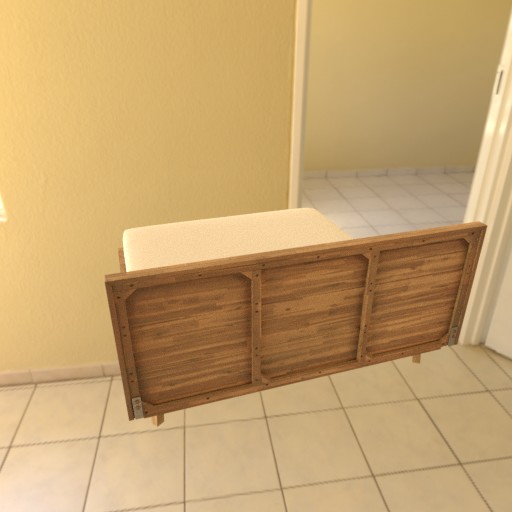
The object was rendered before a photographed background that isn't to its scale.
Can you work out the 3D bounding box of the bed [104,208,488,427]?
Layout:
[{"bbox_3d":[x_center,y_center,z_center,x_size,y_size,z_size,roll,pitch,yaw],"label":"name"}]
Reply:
[{"bbox_3d":[0.000,0.000,3.429,2.116,1.100,2.167,-8,28,-16],"label":"bed"}]
